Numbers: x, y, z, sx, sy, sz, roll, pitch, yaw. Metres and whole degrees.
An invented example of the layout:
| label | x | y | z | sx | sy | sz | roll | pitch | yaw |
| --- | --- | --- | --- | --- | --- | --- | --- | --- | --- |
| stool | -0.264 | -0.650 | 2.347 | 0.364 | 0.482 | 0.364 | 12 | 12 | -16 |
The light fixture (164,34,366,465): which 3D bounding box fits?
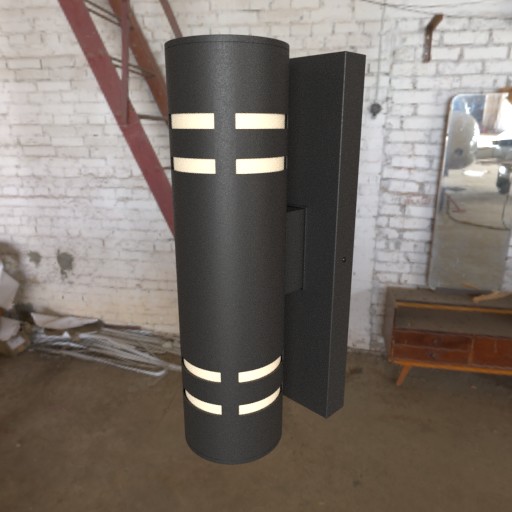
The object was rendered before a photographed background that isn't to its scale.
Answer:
| label | x | y | z | sx | sy | sz | roll | pitch | yaw |
| --- | --- | --- | --- | --- | --- | --- | --- | --- | --- |
| light fixture | 0.000 | 0.000 | 0.389 | 0.149 | 0.330 | 0.105 | -16 | 23 | -43 |
